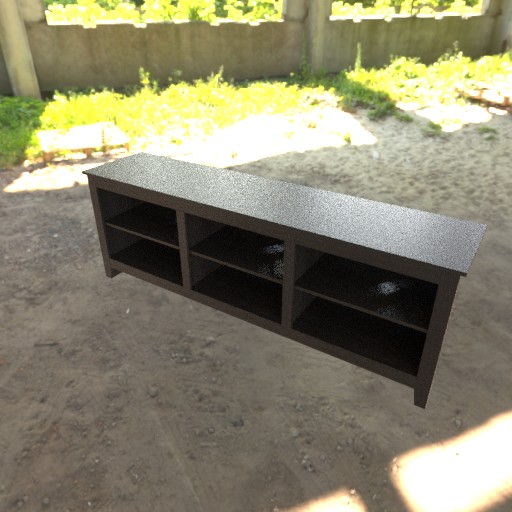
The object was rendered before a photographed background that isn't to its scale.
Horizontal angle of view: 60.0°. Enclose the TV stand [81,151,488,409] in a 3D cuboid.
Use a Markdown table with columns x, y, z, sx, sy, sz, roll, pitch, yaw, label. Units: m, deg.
| x | y | z | sx | sy | sz | roll | pitch | yaw | label |
| --- | --- | --- | --- | --- | --- | --- | --- | --- | --- |
| 0.000 | 0.000 | 2.058 | 1.778 | 0.610 | 0.406 | 17 | 34 | 28 | TV stand |
